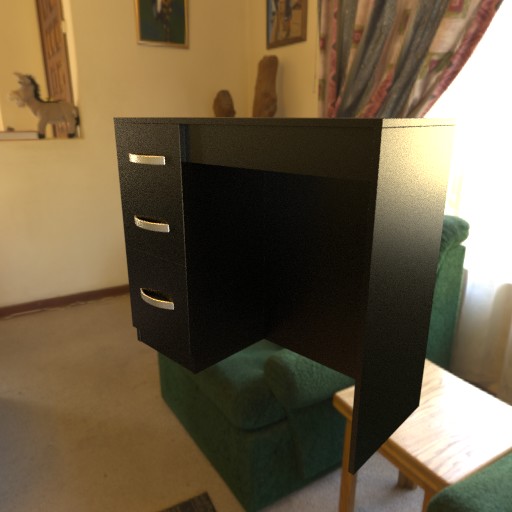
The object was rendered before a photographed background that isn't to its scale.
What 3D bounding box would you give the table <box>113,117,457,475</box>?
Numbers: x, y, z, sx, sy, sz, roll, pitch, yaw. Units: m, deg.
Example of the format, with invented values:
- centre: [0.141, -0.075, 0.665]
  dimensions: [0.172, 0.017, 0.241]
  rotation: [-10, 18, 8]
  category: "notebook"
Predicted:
- centre: [0.000, 0.000, 1.326]
  dimensions: [0.930, 0.790, 0.380]
  rotation: [16, 23, 41]
  category: "table"
